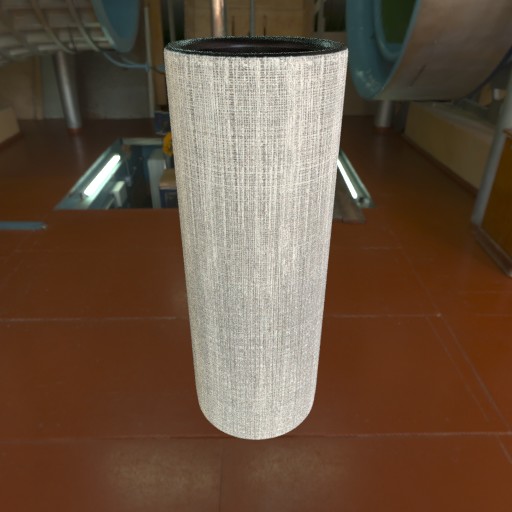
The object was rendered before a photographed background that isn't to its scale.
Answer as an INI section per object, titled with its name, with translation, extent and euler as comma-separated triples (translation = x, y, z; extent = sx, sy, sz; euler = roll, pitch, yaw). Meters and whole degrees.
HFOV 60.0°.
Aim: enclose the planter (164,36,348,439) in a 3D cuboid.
[planter]
translation = 0.000, 0.000, 0.311
extent = 0.100, 0.270, 0.100
euler = 18, 35, 28
